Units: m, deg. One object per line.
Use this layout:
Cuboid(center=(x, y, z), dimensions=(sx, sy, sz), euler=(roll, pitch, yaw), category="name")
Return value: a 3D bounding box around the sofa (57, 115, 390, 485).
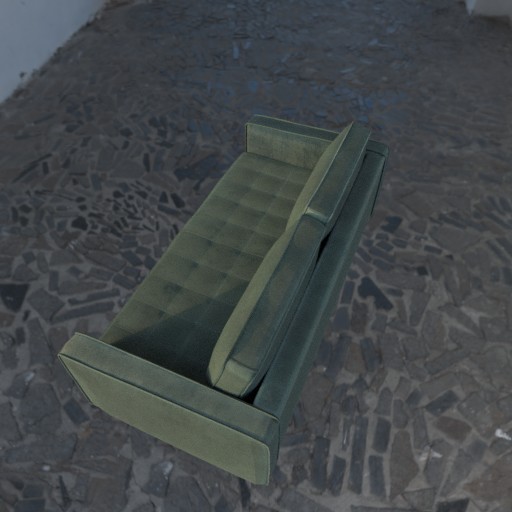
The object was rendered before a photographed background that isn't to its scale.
Cuboid(center=(0.000, 0.000, 2.204), dimensions=(0.886, 0.781, 1.816), euler=(18, 51, 15), category="sofa")
